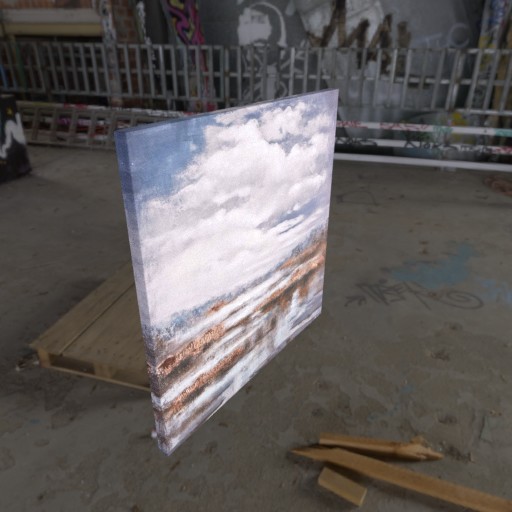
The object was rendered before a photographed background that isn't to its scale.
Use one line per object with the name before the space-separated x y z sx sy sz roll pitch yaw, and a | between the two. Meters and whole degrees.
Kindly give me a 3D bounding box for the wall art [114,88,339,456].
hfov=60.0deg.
wall art | 0.000 0.000 1.370 0.035 0.897 0.888 18 32 32
